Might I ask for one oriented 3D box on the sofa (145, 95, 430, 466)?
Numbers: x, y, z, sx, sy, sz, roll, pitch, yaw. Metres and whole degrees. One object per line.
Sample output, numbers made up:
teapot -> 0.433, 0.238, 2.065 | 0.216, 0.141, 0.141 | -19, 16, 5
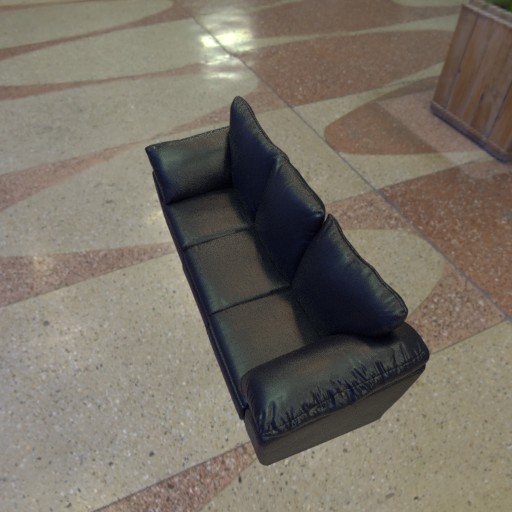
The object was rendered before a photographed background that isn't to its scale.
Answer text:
sofa -> 0.000, 0.000, 2.831 | 0.880, 1.073, 2.336 | -16, 48, -15
